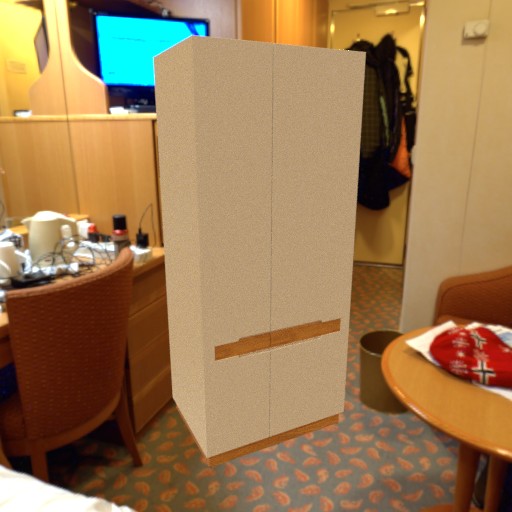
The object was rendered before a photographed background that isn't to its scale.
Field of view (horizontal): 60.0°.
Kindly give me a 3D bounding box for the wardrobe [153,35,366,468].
[{"bbox_3d":[0.000,0.000,2.440,0.860,2.040,0.600,-8,17,-26],"label":"wardrobe"}]
